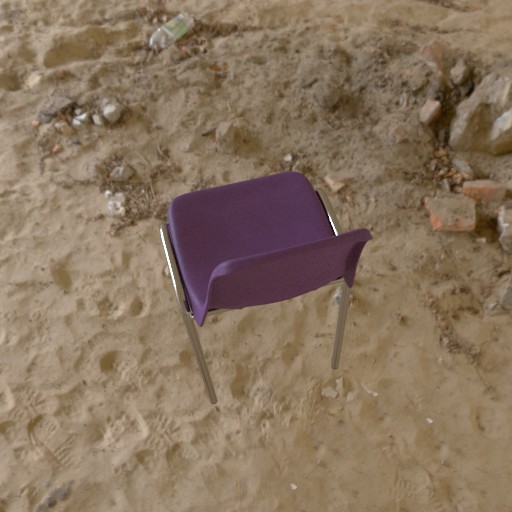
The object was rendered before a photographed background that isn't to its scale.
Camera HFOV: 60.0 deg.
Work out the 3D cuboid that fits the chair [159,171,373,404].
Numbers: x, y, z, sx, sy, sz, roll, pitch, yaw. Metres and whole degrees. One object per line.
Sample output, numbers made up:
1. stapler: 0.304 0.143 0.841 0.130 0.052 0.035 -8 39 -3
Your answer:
1. chair: 0.000 0.000 0.973 0.381 0.704 0.432 -14 60 -8
